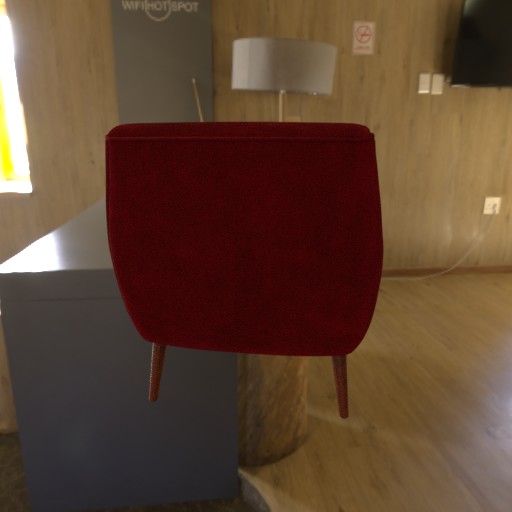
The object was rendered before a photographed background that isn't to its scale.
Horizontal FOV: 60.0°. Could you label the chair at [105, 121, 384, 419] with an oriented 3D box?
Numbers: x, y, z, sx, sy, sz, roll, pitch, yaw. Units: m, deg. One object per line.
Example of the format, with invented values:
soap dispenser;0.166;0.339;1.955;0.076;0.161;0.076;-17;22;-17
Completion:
chair;0.000;0.000;1.459;0.762;0.838;0.787;2;16;8
